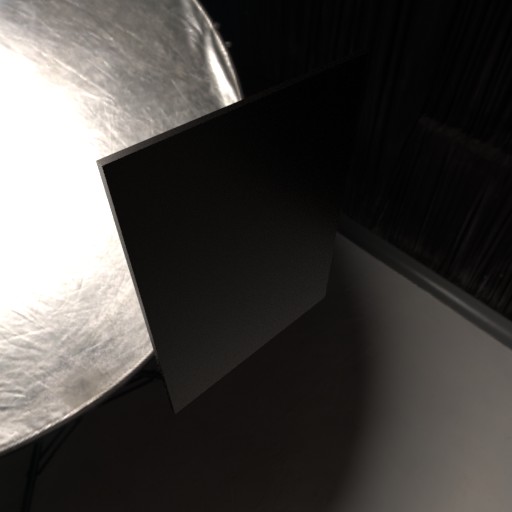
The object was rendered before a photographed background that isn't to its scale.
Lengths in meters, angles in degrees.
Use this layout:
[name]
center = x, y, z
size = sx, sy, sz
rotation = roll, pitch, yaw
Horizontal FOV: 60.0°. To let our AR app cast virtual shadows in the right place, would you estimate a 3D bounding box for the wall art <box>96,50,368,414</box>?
[wall art]
center = 0.000, 0.000, 0.774
size = 0.442, 0.582, 0.013
rotation = -33, 54, -28
